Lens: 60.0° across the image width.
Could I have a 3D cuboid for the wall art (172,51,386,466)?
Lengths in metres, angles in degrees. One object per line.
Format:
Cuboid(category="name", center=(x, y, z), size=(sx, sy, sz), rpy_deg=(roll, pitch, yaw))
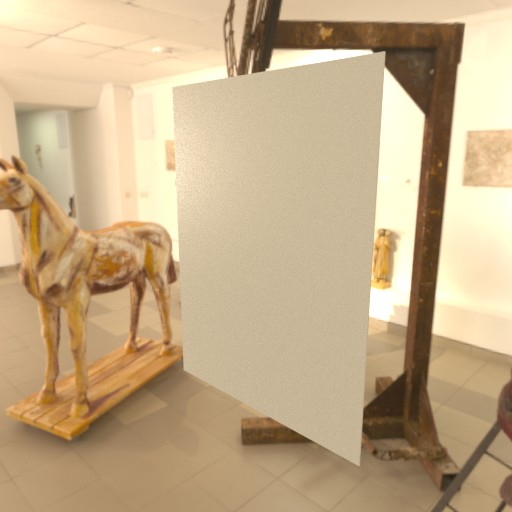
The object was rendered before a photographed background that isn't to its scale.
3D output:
Cuboid(category="wall art", center=(0.000, 0.000, 0.788), size=(0.457, 0.609, 0.003), rpy_deg=(13, 18, 43))
